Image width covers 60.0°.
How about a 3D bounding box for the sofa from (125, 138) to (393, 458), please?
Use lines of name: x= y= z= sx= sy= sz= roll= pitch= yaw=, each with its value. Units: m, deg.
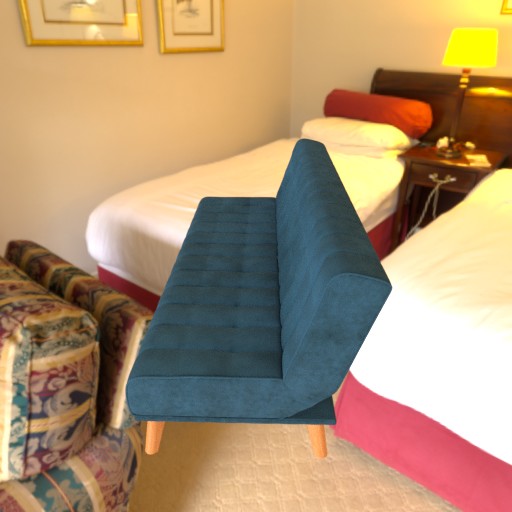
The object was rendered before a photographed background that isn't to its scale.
sofa: x=0.000 y=0.000 z=2.278 sx=0.855 sy=0.813 sz=1.804 roll=1 pitch=27 yaw=1
